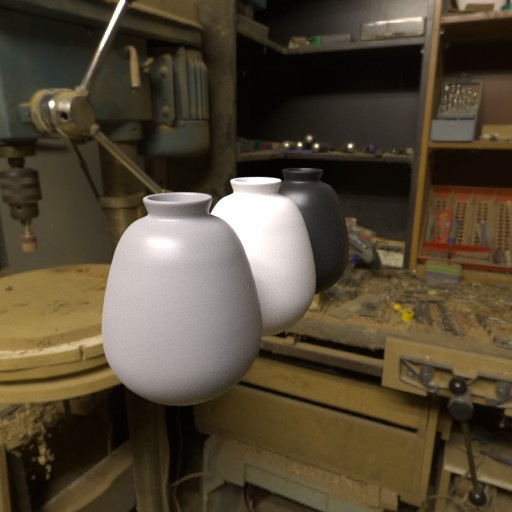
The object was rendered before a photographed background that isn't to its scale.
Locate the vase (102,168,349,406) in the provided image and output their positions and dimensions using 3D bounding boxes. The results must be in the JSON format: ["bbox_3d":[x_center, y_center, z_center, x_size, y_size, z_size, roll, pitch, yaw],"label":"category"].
[{"bbox_3d":[0.000,0.000,0.358,0.097,0.122,0.297,8,18,26],"label":"vase"}]
